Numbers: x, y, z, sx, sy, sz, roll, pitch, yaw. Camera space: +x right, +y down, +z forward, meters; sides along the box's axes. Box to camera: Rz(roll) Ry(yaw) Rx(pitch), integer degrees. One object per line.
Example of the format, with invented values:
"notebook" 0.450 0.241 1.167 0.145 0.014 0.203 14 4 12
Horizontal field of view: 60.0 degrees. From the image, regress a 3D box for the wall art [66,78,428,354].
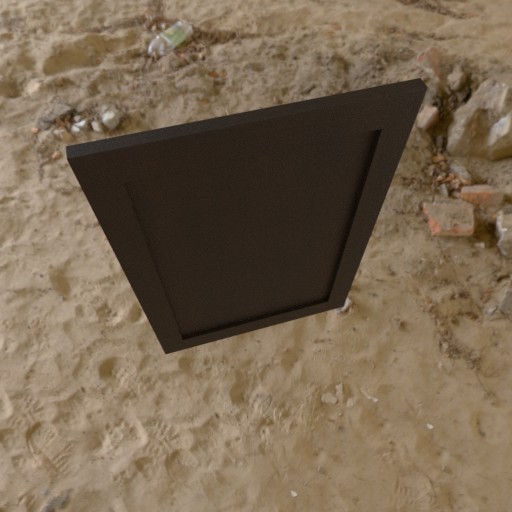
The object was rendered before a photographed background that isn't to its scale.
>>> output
"wall art" 0.000 0.000 0.646 0.359 0.513 0.017 -14 59 -8
